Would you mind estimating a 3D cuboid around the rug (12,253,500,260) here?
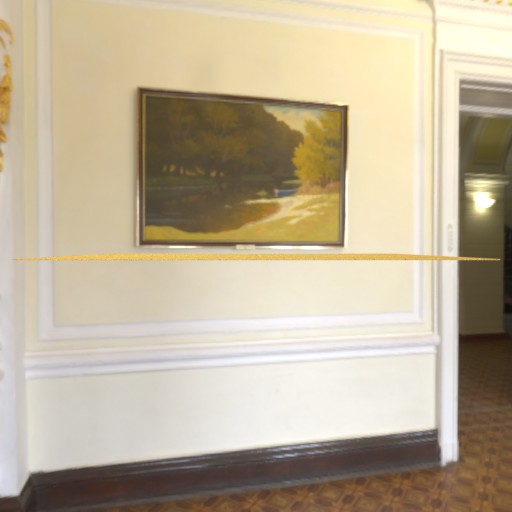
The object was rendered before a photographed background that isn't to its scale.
[{"bbox_3d":[0.000,0.000,3.621,2.895,0.006,1.981,0,1,0],"label":"rug"}]
